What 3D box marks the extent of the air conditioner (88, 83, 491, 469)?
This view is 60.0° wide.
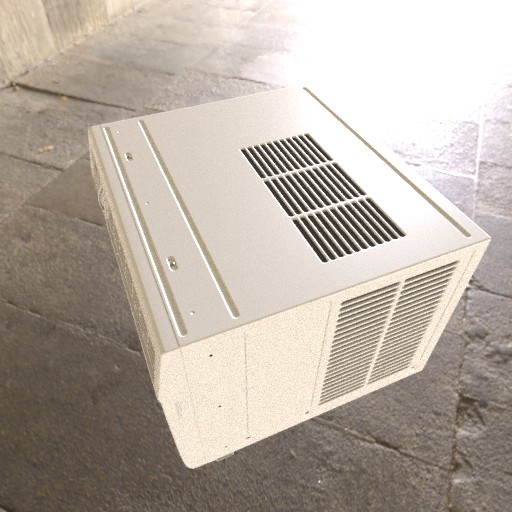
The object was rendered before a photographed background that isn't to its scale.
[{"bbox_3d":[0.000,0.000,1.035,0.599,0.455,0.645,-17,48,-16],"label":"air conditioner"}]
